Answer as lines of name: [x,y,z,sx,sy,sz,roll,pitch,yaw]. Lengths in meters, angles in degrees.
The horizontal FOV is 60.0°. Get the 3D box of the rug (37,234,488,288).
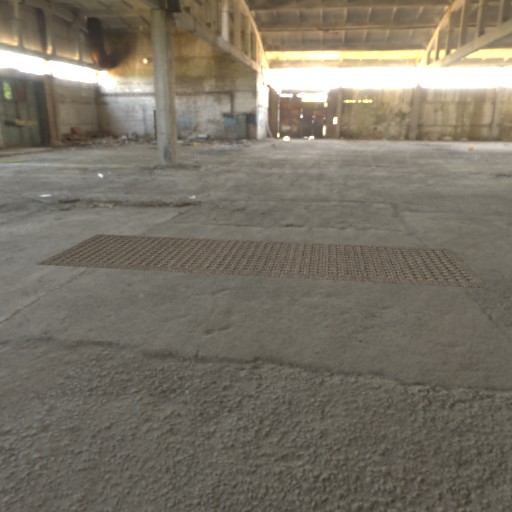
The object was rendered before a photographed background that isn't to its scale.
rug: [0.000,0.000,2.702,2.443,0.009,0.706,3,17,9]
